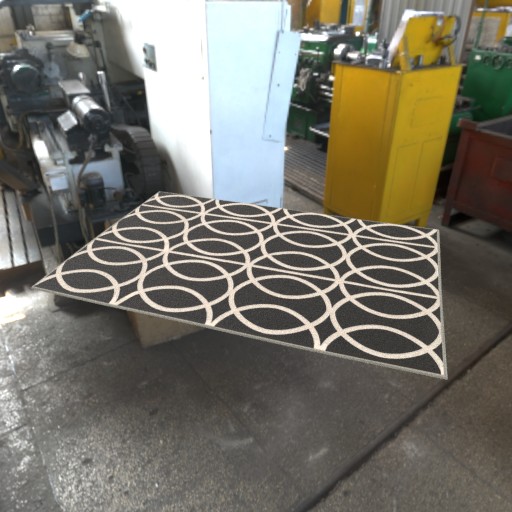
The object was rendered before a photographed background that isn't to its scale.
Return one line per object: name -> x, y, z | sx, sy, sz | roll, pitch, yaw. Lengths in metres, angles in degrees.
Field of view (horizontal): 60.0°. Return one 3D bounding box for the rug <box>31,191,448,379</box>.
rug -> 0.000, 0.000, 2.899 | 2.294, 0.014, 1.528 | 10, 32, 15
